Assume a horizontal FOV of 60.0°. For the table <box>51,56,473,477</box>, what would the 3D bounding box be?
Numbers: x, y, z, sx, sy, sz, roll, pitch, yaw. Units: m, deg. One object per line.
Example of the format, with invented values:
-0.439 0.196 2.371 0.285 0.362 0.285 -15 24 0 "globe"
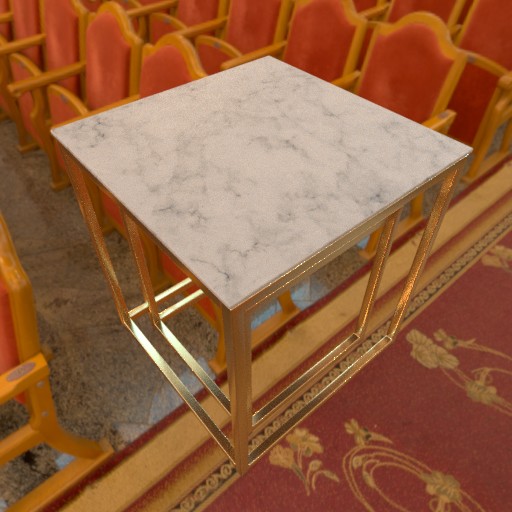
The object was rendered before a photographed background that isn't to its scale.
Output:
0.000 0.000 0.842 0.450 0.500 0.450 -31 53 -27 "table"
